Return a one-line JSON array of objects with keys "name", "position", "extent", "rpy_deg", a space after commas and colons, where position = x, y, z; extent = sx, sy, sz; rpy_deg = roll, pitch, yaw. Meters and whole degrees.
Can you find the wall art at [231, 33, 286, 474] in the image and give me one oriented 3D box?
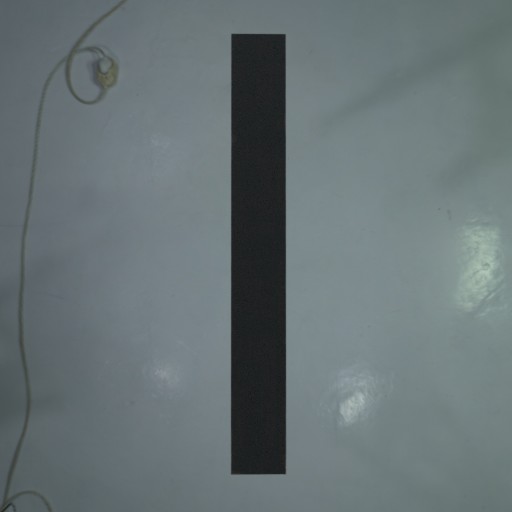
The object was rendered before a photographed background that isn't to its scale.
[{"name": "wall art", "position": [0.000, 0.000, 0.459], "extent": [0.038, 0.305, 0.305], "rpy_deg": [0, 89, -1]}]
